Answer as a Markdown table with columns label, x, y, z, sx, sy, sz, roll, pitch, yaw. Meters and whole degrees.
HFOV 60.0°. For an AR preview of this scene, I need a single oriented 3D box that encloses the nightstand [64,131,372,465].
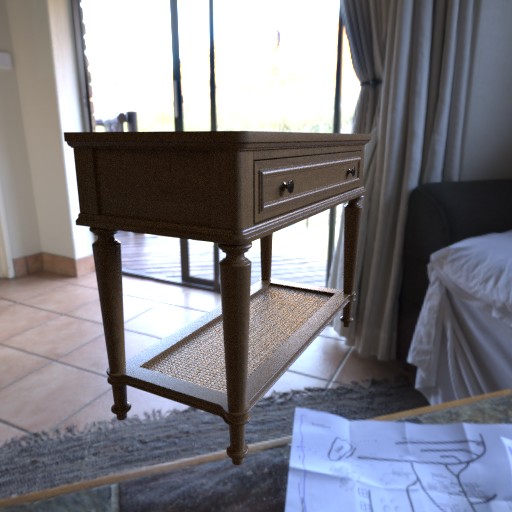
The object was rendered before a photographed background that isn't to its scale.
| label | x | y | z | sx | sy | sz | roll | pitch | yaw |
| --- | --- | --- | --- | --- | --- | --- | --- | --- | --- |
| nightstand | 0.000 | 0.000 | 1.314 | 0.432 | 0.700 | 0.914 | 8 | 17 | 27 |
